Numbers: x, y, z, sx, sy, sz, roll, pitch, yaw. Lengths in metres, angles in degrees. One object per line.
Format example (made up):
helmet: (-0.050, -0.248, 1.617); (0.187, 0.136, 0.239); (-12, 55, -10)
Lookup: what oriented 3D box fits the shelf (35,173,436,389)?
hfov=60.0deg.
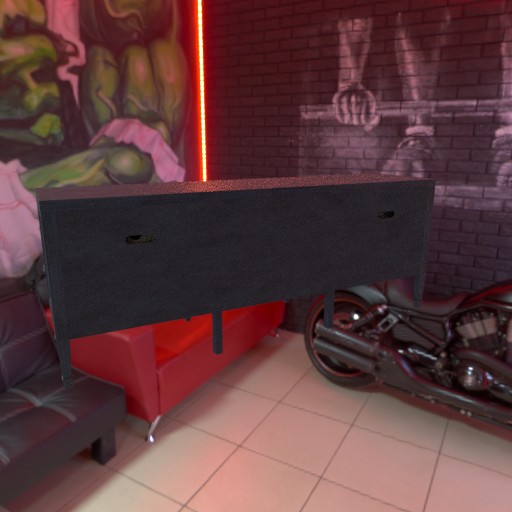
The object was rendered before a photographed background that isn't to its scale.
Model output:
shelf: (0.000, 0.000, 2.193); (1.878, 0.715, 0.471); (-7, 16, -26)
